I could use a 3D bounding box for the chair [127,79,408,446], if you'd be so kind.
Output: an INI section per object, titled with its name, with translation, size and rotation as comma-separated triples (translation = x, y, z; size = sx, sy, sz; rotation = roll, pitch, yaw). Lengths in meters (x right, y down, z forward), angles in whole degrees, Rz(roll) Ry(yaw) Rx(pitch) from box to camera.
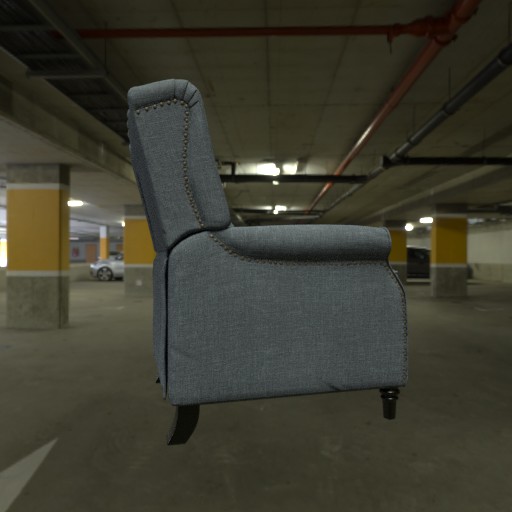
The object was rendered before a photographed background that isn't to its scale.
[chair]
translation = 0.000, 0.000, 1.606
size = 0.898, 1.035, 0.742
rotation = 0, 0, -16
